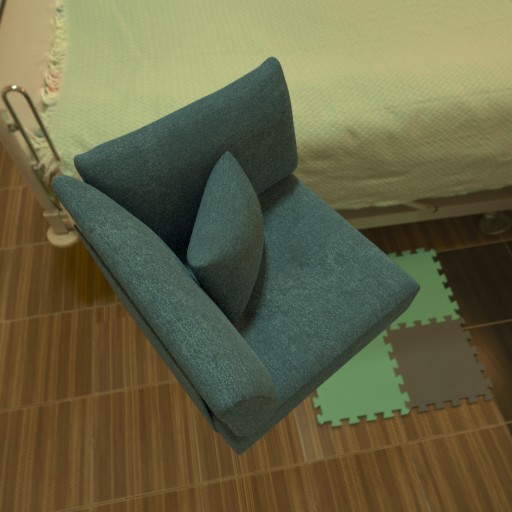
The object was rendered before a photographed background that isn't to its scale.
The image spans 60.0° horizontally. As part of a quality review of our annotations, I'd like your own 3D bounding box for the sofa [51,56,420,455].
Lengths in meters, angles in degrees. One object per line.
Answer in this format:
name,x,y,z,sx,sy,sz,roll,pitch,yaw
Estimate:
sofa,0.000,0.000,1.717,1.000,0.820,1.000,-35,64,-20
